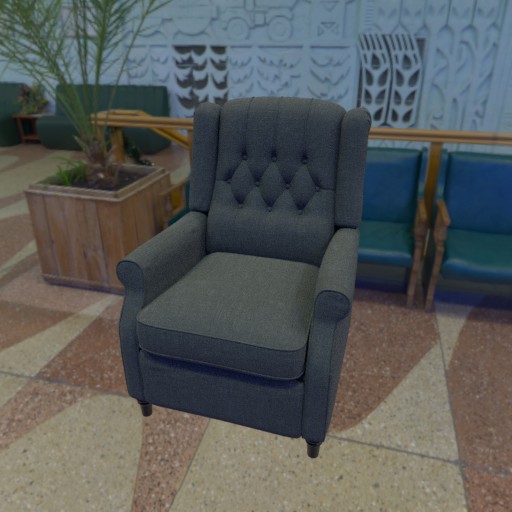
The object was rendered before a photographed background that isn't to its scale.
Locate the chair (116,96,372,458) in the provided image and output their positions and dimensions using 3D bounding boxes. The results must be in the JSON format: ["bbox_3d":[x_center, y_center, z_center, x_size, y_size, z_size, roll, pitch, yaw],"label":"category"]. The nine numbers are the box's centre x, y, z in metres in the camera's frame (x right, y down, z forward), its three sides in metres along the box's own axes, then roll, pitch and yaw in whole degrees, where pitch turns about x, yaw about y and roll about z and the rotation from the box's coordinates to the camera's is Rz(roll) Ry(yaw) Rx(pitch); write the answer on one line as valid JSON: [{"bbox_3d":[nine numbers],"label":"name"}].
[{"bbox_3d":[0.000,0.000,1.613,0.742,1.035,0.898,8,27,15],"label":"chair"}]
